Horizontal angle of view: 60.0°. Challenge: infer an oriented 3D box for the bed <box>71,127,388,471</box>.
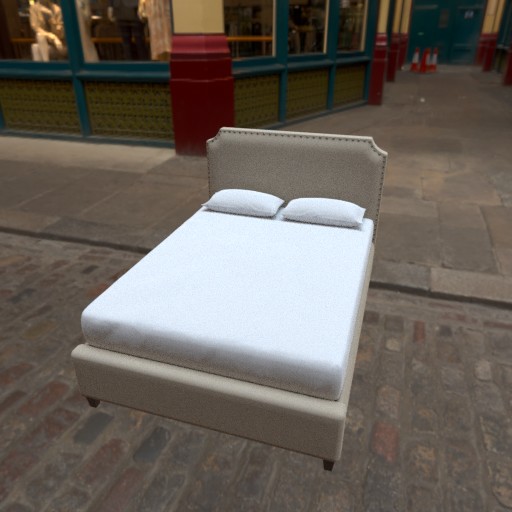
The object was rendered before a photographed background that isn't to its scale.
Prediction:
[{"bbox_3d":[0.000,0.000,3.394,1.703,1.415,2.329,8,29,16],"label":"bed"}]
